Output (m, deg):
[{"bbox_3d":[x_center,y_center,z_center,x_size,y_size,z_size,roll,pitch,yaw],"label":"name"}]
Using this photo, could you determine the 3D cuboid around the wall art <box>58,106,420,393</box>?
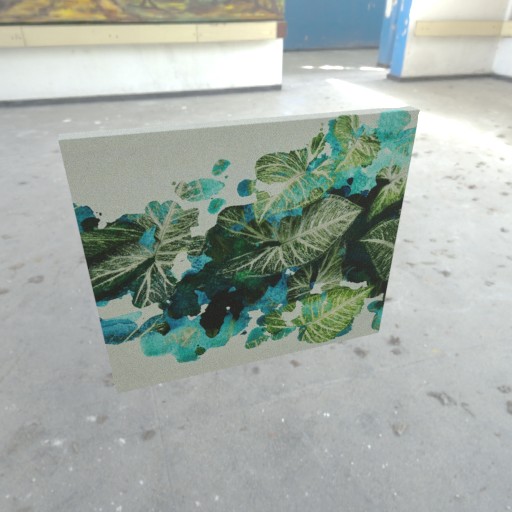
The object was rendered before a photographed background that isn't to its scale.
[{"bbox_3d":[0.000,0.000,1.010,0.711,0.610,0.043,-9,32,-15],"label":"wall art"}]
